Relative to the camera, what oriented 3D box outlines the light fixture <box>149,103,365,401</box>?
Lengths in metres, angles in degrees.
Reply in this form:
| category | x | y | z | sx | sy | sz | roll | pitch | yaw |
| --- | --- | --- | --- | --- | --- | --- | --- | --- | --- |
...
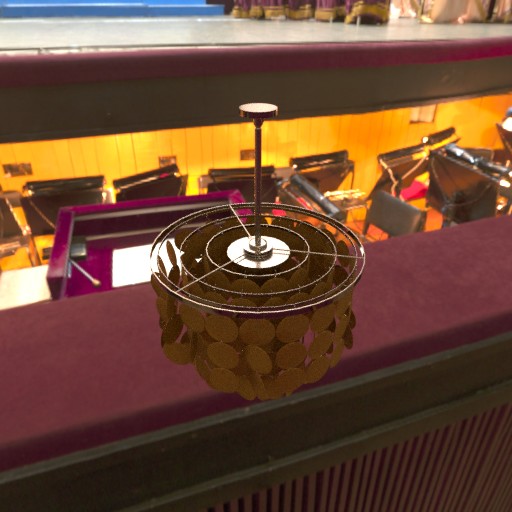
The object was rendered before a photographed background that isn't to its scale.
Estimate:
| category | x | y | z | sx | sy | sz | roll | pitch | yaw |
| --- | --- | --- | --- | --- | --- | --- | --- | --- | --- |
| light fixture | 0.000 | 0.000 | 0.752 | 0.368 | 0.492 | 0.368 | 0 | 31 | 0 |
